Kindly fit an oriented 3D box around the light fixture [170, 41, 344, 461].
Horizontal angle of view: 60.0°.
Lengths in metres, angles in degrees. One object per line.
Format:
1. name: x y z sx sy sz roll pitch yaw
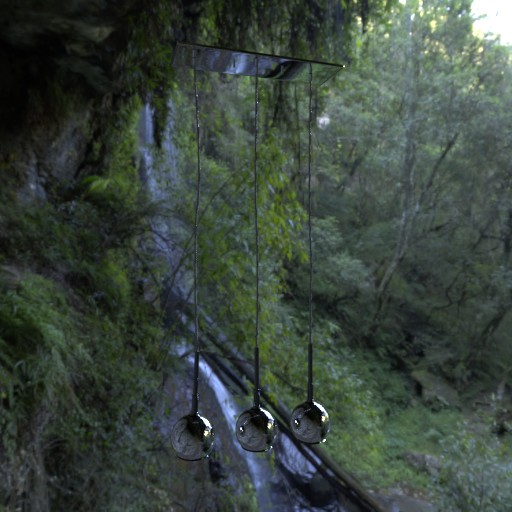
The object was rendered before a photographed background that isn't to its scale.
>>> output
1. light fixture: 0.000 0.000 1.636 0.623 1.408 0.188 0 1 -18
